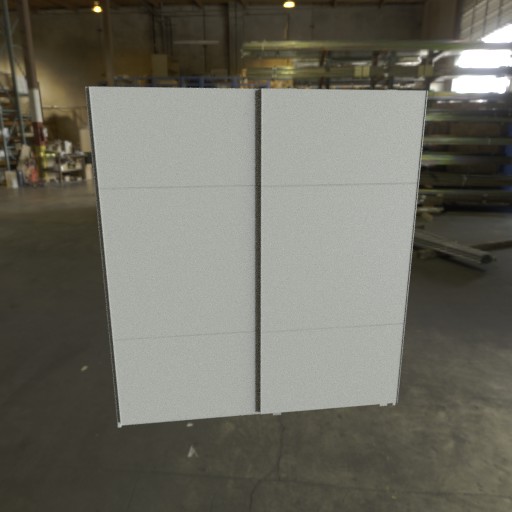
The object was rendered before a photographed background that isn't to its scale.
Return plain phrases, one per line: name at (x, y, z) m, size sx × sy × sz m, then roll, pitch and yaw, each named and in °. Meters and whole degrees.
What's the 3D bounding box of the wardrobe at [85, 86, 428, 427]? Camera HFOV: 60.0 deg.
wardrobe at (0.000, 0.000, 2.825) m, size 1.780 × 1.960 × 0.629 m, roll -2°, pitch 16°, yaw -8°
